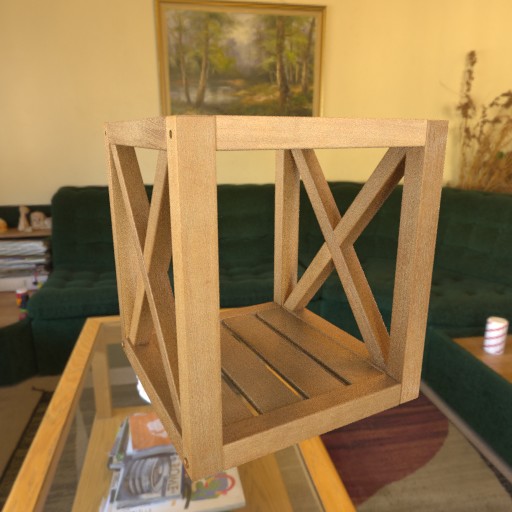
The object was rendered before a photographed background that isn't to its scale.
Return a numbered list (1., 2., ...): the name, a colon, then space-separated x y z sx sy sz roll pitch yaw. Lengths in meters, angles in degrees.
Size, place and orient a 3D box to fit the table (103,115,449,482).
1. table: 0.000 0.000 1.046 0.558 0.610 0.559 -8 18 -27
